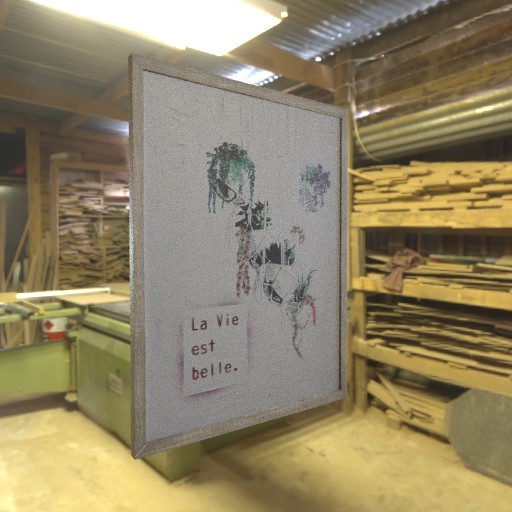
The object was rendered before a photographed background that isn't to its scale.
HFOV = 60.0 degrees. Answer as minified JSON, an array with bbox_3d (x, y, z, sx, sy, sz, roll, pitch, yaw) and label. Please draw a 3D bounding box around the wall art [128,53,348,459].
[{"bbox_3d":[0.000,0.000,1.353,0.781,1.022,0.035,-1,2,-36],"label":"wall art"}]
